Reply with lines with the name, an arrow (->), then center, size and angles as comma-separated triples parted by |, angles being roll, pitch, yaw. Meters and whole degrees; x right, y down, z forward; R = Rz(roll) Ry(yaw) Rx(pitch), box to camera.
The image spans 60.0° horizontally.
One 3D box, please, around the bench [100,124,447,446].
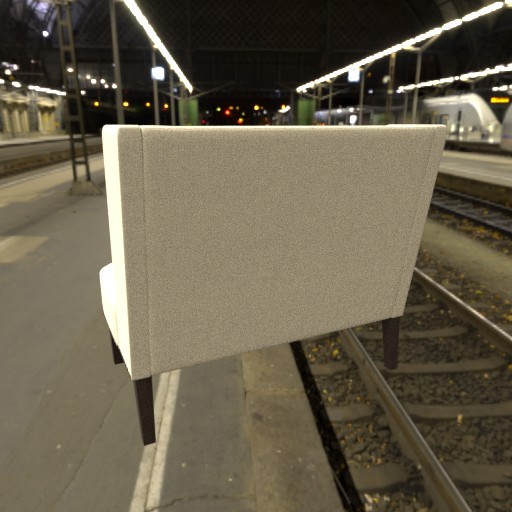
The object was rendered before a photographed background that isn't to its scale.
bench -> 0.000, 0.000, 1.979 | 1.280, 1.123, 0.847 | -8, 18, -25
